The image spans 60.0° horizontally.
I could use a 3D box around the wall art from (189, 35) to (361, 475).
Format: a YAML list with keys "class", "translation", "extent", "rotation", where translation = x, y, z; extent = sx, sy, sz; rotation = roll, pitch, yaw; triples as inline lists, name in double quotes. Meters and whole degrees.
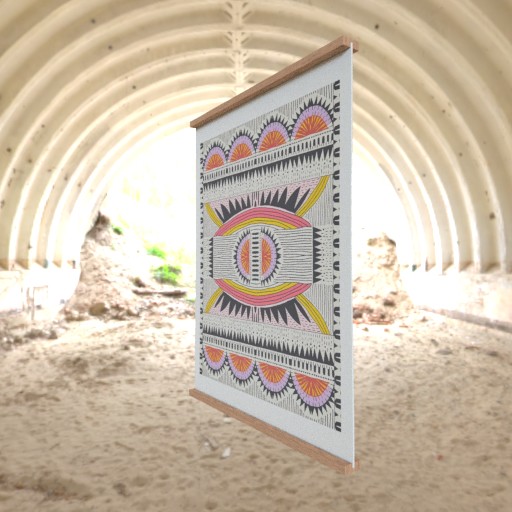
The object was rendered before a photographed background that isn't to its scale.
- class: "wall art"
  translation: [0.000, 0.000, 0.701]
  extent: [0.028, 0.527, 0.403]
  rotation: [1, -1, -36]
